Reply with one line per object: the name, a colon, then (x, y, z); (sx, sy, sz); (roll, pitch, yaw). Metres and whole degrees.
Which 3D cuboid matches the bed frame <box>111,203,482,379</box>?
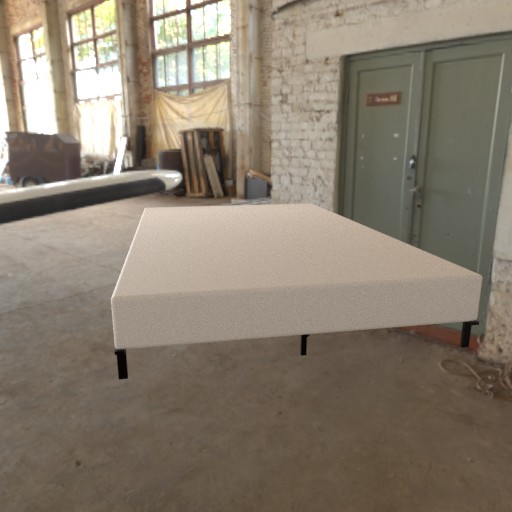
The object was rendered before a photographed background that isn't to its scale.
bed frame: (0.000, 0.000, 3.657); (1.930, 0.440, 2.987); (-3, 15, -10)
